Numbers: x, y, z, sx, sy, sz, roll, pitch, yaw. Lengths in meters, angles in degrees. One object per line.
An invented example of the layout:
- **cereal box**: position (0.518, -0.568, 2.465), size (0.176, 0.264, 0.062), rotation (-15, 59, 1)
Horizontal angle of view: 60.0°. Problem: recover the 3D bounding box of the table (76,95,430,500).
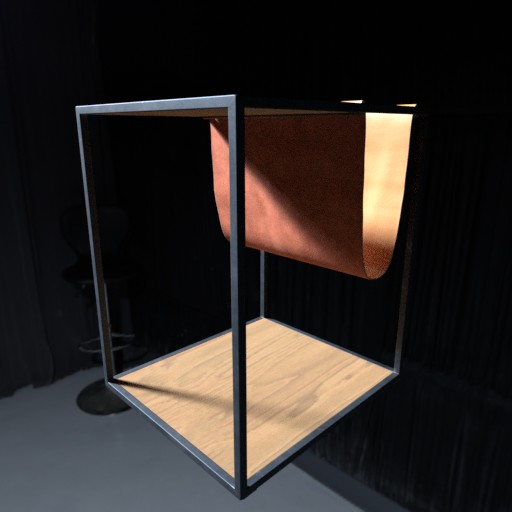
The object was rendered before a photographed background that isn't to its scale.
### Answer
- **table**: position (0.000, 0.000, 0.825), size (0.450, 0.536, 0.399), rotation (-15, 22, -42)
